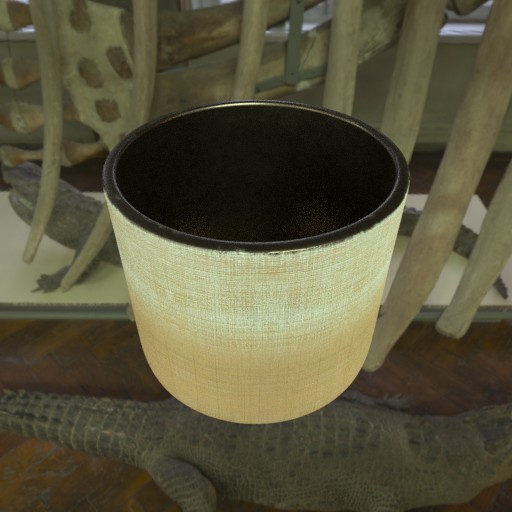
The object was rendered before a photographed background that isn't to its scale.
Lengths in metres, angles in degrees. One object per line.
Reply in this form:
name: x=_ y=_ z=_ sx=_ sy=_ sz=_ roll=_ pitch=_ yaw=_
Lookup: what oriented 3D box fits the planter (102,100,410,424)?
planter: x=0.000 y=0.000 z=0.440 sx=0.254 sy=0.221 sz=0.254 roll=0 pitch=41 yaw=0
